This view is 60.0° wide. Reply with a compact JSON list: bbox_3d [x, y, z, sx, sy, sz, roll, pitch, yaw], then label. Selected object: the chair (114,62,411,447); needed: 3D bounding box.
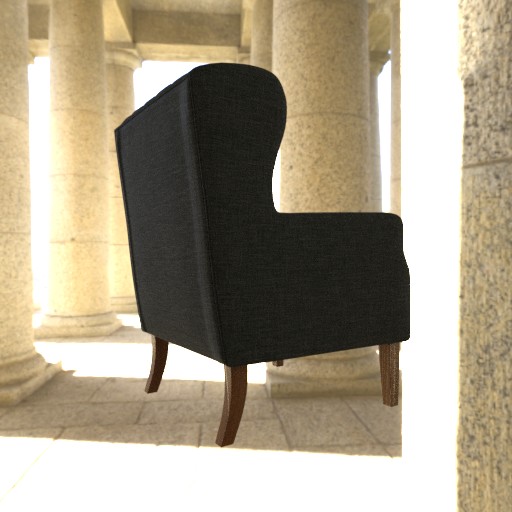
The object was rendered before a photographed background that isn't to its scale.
[{"bbox_3d":[0.000,0.000,1.486,0.775,0.953,0.711,0,0,-34],"label":"chair"}]
